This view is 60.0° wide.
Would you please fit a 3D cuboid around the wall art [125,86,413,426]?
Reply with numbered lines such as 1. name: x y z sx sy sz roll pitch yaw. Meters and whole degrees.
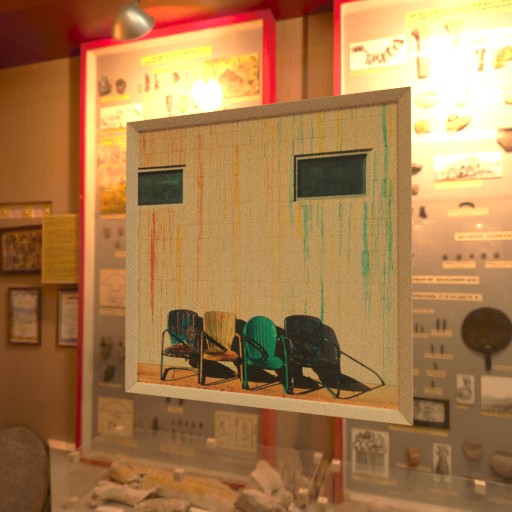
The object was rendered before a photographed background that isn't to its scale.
1. wall art: 0.000 0.000 0.765 0.508 0.508 0.037 0 -1 20
